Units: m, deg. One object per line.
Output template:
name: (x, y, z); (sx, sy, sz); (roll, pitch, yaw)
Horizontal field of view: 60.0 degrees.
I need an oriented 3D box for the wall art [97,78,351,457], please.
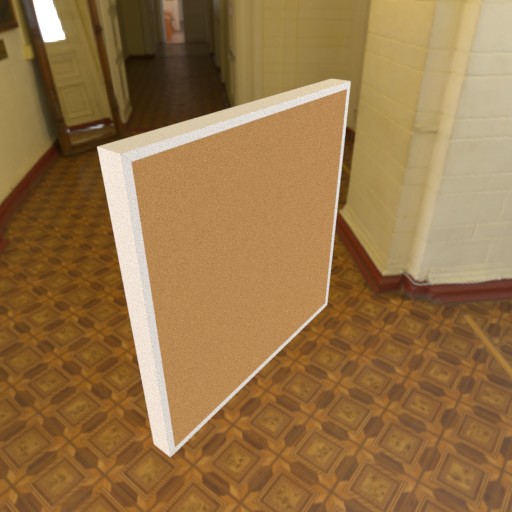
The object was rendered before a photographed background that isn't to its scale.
wall art: (0.000, 0.000, 0.772); (0.040, 0.509, 0.509); (22, 38, 31)
